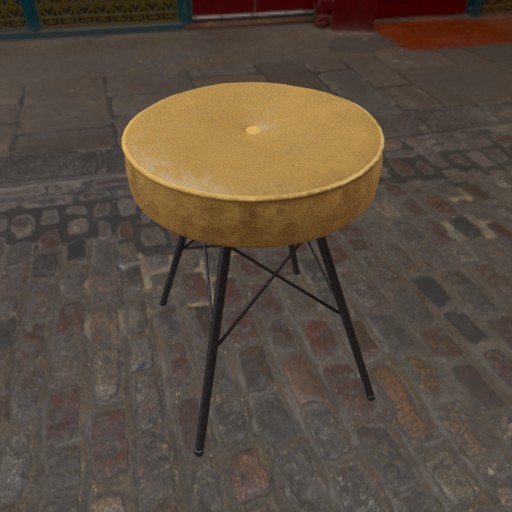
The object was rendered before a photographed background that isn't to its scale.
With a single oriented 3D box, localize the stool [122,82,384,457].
[{"bbox_3d":[0.000,0.000,0.918,0.438,0.595,0.472,-11,42,-12],"label":"stool"}]
